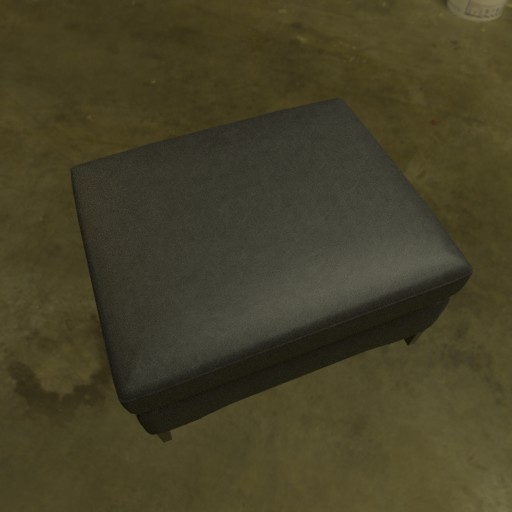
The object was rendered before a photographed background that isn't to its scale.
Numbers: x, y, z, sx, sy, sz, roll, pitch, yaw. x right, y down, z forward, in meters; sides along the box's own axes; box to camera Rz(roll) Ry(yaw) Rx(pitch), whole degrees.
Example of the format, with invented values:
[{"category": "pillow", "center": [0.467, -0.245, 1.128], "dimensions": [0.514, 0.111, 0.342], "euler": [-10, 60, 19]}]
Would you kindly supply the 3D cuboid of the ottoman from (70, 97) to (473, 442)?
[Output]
[{"category": "ottoman", "center": [0.000, 0.000, 1.784], "dimensions": [1.187, 0.696, 0.967], "euler": [-18, 59, -11]}]
